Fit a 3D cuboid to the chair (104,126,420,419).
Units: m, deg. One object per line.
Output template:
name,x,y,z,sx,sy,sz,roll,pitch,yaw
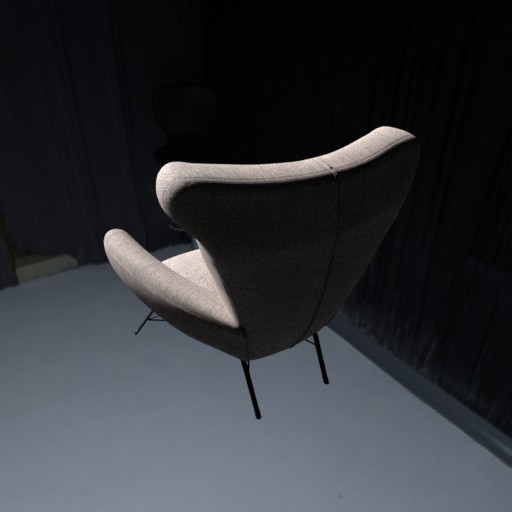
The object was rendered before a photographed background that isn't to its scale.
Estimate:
chair,0.000,0.000,1.760,0.980,1.040,0.900,-18,35,-28
